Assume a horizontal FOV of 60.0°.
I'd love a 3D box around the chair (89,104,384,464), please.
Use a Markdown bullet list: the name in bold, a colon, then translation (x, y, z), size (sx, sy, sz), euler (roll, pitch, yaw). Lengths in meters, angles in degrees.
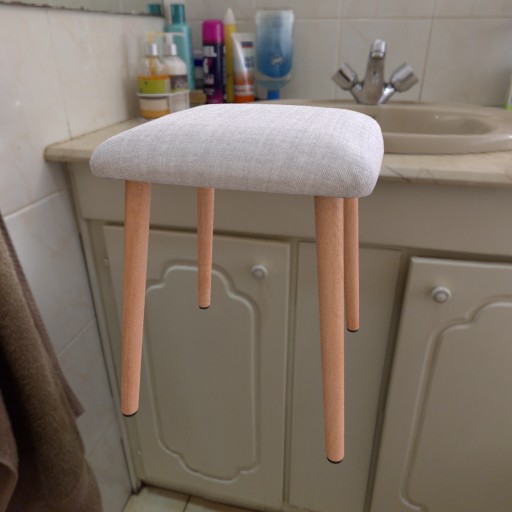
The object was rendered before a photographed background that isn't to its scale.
- **chair**: translation (0.000, 0.000, 0.702), size (0.350, 0.440, 0.350), euler (7, 27, 14)
